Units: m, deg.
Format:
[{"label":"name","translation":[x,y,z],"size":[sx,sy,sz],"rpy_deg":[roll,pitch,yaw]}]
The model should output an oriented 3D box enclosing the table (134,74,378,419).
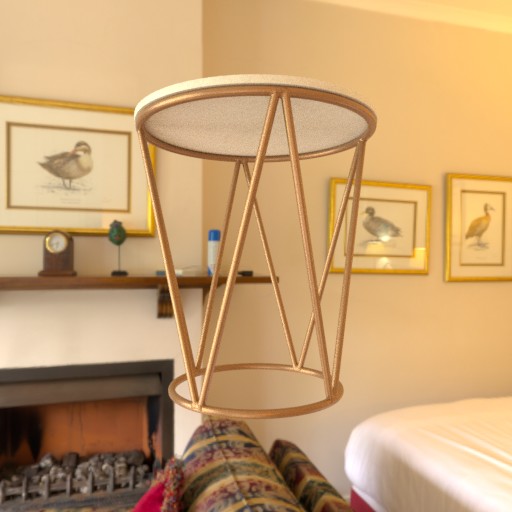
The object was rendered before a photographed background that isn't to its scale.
[{"label":"table","translation":[0.000,0.000,0.940],"size":[0.500,0.564,0.500],"rpy_deg":[0,-1,0]}]
